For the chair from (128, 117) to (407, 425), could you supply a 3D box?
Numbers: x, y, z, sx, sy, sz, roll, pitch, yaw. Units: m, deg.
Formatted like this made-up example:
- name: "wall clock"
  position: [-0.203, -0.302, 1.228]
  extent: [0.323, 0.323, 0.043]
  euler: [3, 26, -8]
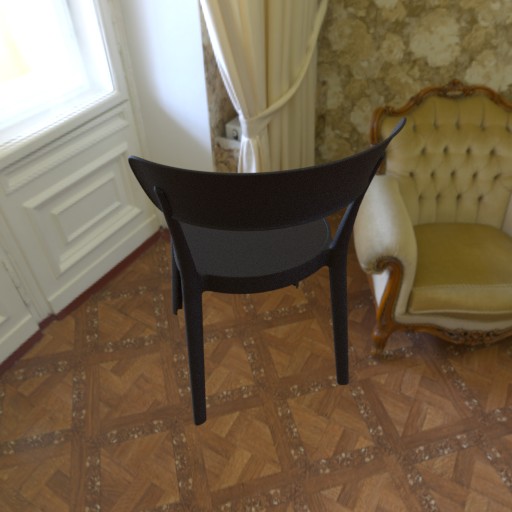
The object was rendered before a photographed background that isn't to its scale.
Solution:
- name: "chair"
  position: [0.000, 0.000, 1.112]
  extent: [0.506, 0.790, 0.491]
  euler: [-11, 43, -12]
